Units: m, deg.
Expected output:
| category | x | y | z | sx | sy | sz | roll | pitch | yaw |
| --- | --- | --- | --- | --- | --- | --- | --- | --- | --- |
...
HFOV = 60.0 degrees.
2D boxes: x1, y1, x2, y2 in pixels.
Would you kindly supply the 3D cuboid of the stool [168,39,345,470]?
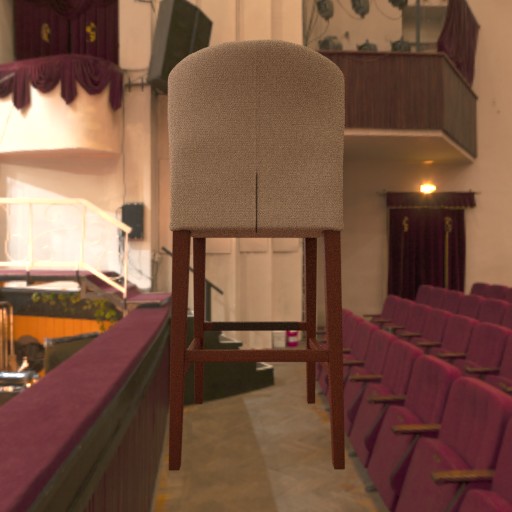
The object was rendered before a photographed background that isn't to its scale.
| category | x | y | z | sx | sy | sz | roll | pitch | yaw |
| --- | --- | --- | --- | --- | --- | --- | --- | --- | --- |
| stool | 0.000 | 0.000 | 1.361 | 0.481 | 1.069 | 0.568 | 0 | 0 | -1 |
